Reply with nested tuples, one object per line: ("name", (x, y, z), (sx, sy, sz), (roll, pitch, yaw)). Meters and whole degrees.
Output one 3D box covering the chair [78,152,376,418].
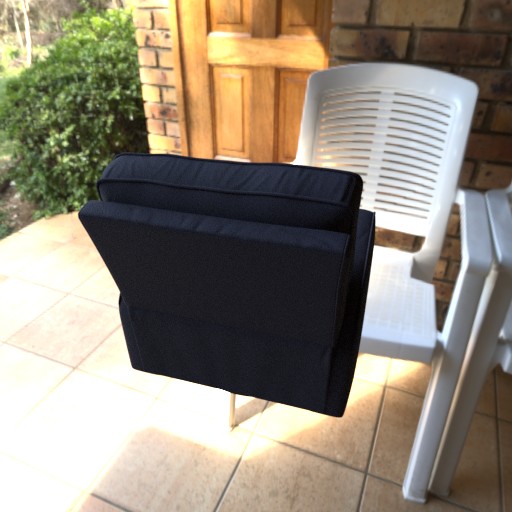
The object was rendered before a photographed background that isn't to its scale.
("chair", (0.000, 0.000, 1.695), (0.861, 0.962, 0.964), (9, 33, 14))
